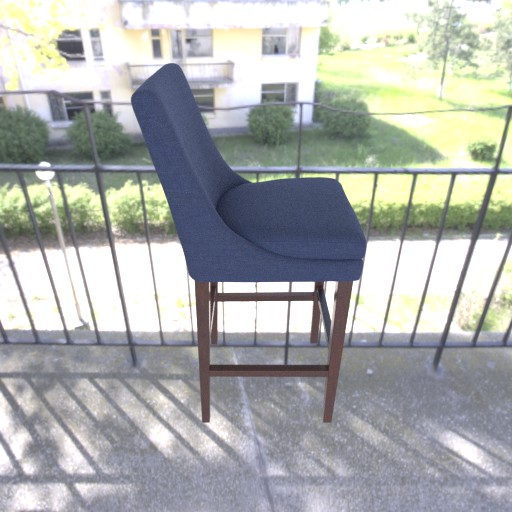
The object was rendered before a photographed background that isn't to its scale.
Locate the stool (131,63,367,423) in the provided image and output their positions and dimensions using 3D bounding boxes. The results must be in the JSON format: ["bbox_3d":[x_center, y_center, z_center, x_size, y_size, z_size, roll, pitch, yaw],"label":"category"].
[{"bbox_3d":[0.000,0.000,1.402,0.577,1.078,0.470,0,32,0],"label":"stool"}]
